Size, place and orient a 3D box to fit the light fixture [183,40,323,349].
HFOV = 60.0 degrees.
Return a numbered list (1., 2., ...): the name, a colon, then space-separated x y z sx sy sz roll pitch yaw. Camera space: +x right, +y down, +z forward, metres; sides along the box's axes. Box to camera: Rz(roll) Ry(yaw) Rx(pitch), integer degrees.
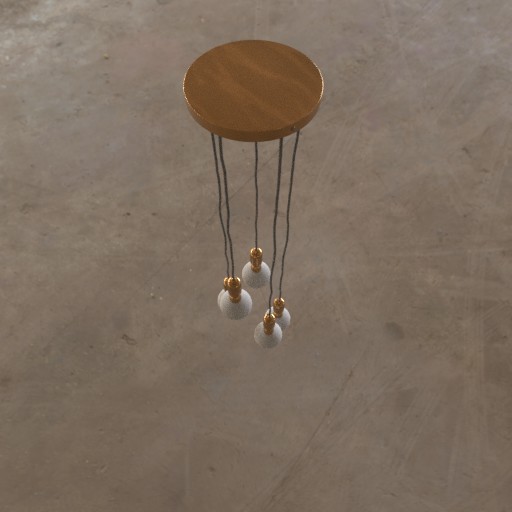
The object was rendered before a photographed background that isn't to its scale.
1. light fixture: 0.000 0.000 0.499 0.108 0.457 0.105 -29 63 -16
